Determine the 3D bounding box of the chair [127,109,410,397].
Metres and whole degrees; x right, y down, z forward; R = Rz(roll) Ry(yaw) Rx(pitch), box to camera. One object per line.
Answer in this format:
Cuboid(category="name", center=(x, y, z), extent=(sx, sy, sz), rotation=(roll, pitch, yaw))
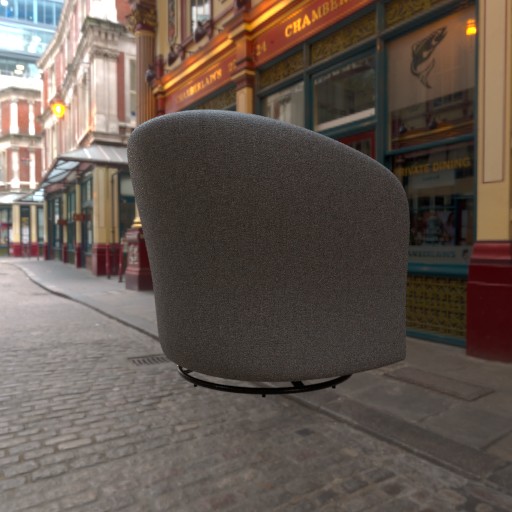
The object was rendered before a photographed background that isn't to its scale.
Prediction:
Cuboid(category="chair", center=(0.000, 0.000, 1.486), extent=(0.815, 0.771, 0.791), rotation=(-1, 1, -36))
